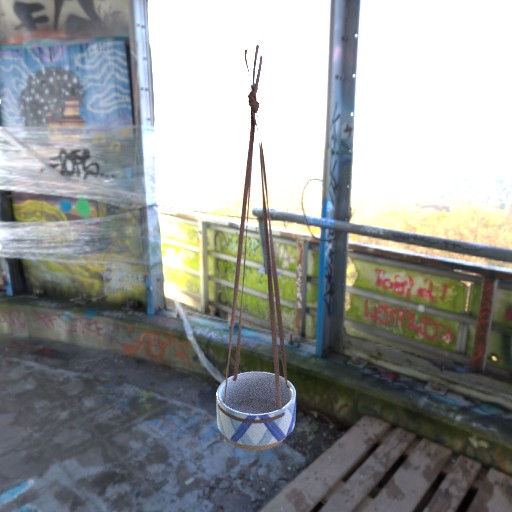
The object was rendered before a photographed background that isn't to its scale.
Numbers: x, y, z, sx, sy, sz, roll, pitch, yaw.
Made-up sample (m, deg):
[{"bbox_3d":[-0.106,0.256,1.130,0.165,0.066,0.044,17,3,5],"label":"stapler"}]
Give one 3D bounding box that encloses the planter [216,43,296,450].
[{"bbox_3d":[0.000,0.000,0.831,0.166,0.751,0.166,14,21,42],"label":"planter"}]
